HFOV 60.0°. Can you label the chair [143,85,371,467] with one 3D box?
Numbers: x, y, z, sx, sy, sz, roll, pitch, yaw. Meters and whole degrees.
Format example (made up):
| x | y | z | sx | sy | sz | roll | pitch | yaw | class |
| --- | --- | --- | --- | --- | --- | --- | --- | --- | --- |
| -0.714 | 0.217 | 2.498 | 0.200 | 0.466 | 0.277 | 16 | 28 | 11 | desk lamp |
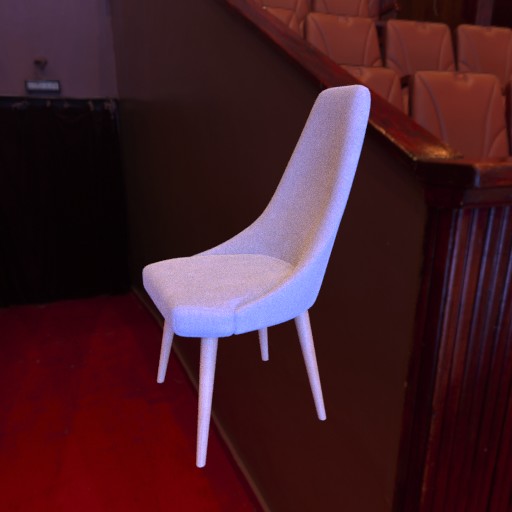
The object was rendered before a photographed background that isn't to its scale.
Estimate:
| x | y | z | sx | sy | sz | roll | pitch | yaw | class |
| --- | --- | --- | --- | --- | --- | --- | --- | --- | --- |
| 0.000 | 0.000 | 1.424 | 0.660 | 1.040 | 0.510 | -8 | 18 | -24 | chair |
